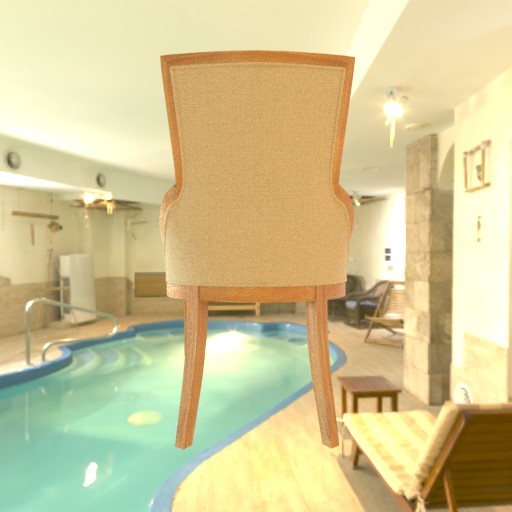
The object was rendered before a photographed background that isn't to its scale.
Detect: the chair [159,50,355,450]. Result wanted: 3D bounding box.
[{"bbox_3d":[0.000,0.000,1.327,0.524,0.947,0.641,0,1,-1],"label":"chair"}]
